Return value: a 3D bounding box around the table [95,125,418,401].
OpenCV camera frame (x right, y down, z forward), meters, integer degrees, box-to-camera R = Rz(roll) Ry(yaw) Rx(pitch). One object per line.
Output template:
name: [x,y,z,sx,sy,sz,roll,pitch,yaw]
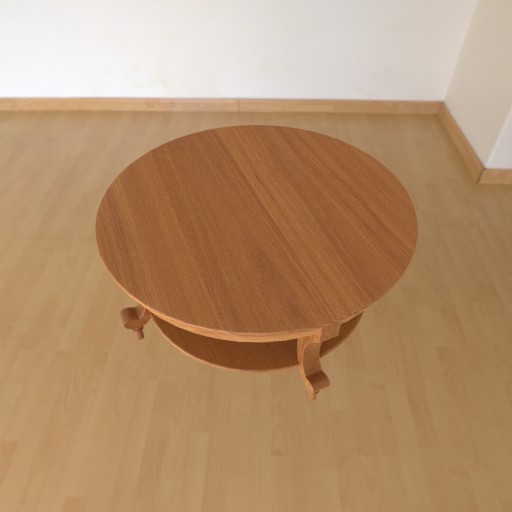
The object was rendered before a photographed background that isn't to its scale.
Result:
table: [0.000,0.000,1.621,1.029,0.490,1.029,0,45,0]
